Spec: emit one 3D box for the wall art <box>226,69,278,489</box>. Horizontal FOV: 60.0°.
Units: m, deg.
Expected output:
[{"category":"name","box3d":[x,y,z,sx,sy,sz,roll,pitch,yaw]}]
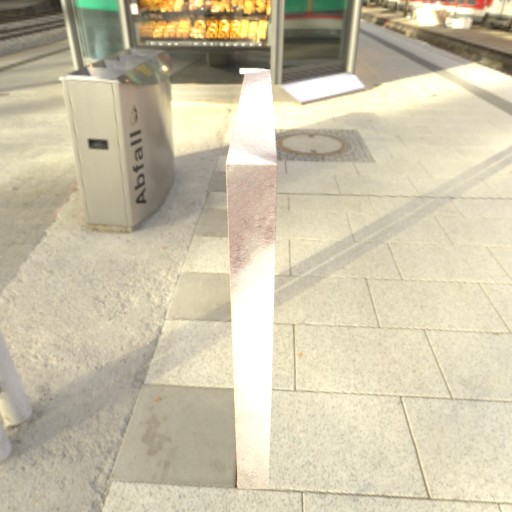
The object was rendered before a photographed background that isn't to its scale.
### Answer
[{"category":"wall art","box3d":[0.000,0.000,0.446,0.028,0.303,0.303,0,32,1]}]
